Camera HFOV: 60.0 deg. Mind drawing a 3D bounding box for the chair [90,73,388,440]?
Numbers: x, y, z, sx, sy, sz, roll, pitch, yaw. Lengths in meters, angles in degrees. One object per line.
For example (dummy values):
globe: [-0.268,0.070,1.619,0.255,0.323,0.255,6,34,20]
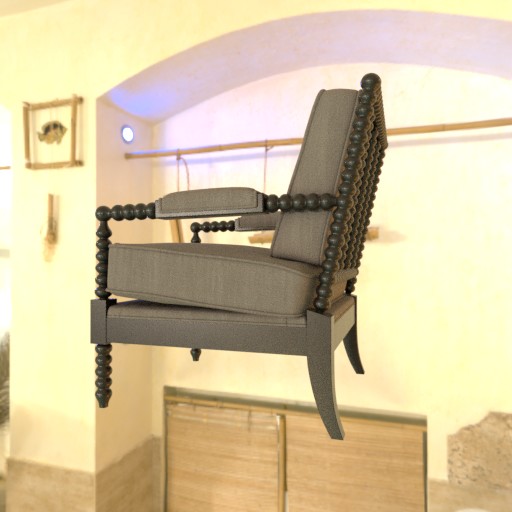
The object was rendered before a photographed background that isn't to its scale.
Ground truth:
chair: [0.000,0.000,1.105,0.622,0.661,0.540,0,0,18]
